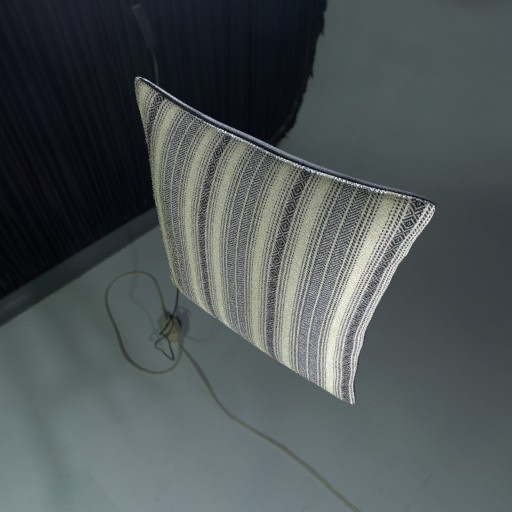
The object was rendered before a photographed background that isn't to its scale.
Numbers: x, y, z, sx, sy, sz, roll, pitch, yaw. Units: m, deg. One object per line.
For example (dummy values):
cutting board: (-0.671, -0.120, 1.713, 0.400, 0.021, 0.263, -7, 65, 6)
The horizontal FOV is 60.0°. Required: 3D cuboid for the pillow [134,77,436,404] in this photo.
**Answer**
pillow: (0.000, 0.000, 0.798, 0.520, 0.508, 0.166, 30, 54, 25)
